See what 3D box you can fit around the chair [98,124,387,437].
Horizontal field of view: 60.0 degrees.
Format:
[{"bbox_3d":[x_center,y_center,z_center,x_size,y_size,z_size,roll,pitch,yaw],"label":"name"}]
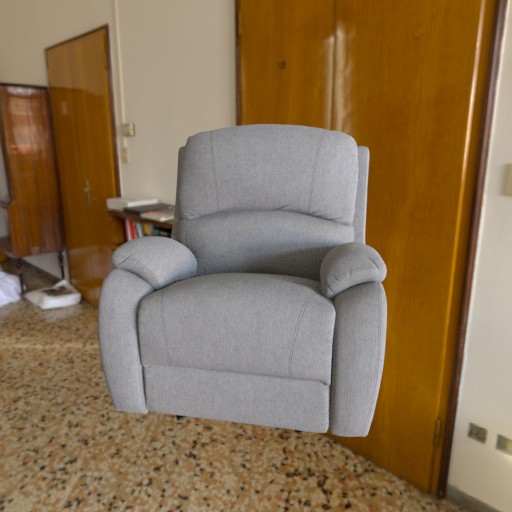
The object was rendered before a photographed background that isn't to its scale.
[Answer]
[{"bbox_3d":[0.000,0.000,1.726,0.930,1.011,0.899,2,14,10],"label":"chair"}]
